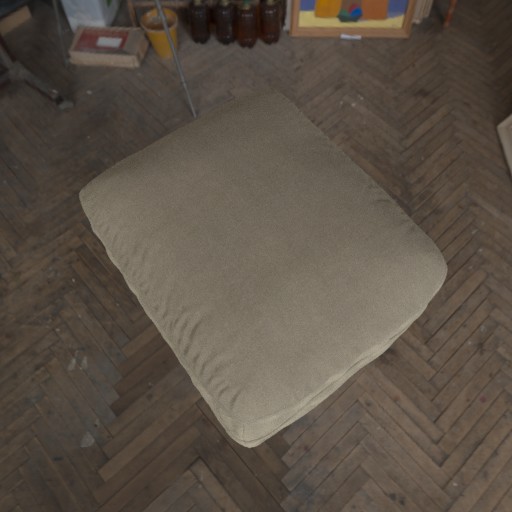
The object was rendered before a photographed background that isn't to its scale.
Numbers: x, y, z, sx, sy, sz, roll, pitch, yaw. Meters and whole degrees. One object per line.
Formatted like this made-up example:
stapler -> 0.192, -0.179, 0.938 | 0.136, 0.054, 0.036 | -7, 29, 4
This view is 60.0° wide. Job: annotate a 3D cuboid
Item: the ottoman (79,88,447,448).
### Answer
ottoman -> 0.000, 0.000, 1.088 | 0.584, 0.480, 0.712 | -33, 68, -15
